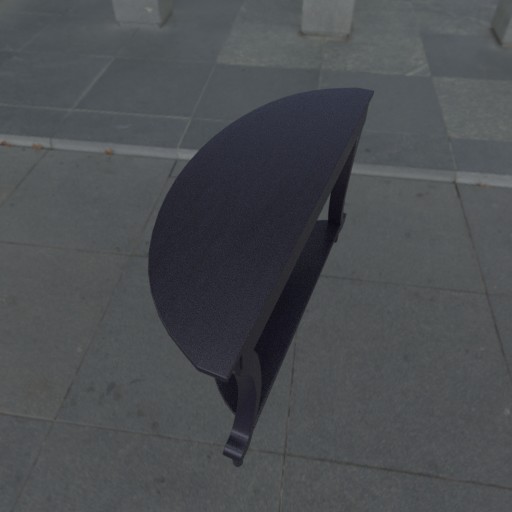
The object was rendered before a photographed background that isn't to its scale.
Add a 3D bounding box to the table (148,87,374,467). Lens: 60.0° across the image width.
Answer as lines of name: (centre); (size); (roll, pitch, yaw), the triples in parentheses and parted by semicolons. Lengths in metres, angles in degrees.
table: (0.000, 0.000, 1.489); (0.394, 0.692, 1.198); (17, 49, 15)
